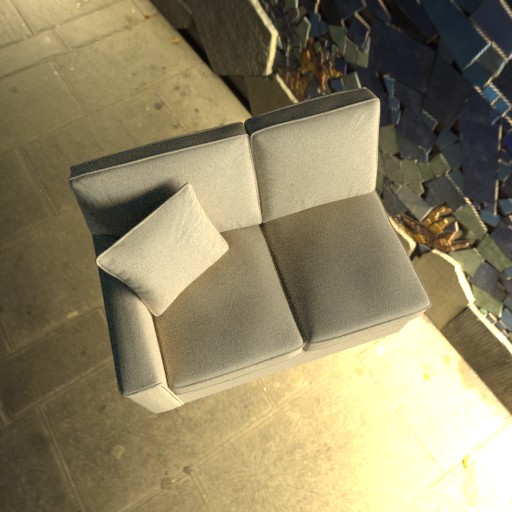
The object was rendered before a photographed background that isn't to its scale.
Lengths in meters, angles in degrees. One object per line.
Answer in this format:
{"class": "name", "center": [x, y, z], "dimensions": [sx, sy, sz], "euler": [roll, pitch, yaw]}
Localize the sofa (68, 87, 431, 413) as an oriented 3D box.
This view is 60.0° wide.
{"class": "sofa", "center": [0.000, 0.000, 2.094], "dimensions": [1.388, 0.989, 0.991], "euler": [-16, 65, -8]}
